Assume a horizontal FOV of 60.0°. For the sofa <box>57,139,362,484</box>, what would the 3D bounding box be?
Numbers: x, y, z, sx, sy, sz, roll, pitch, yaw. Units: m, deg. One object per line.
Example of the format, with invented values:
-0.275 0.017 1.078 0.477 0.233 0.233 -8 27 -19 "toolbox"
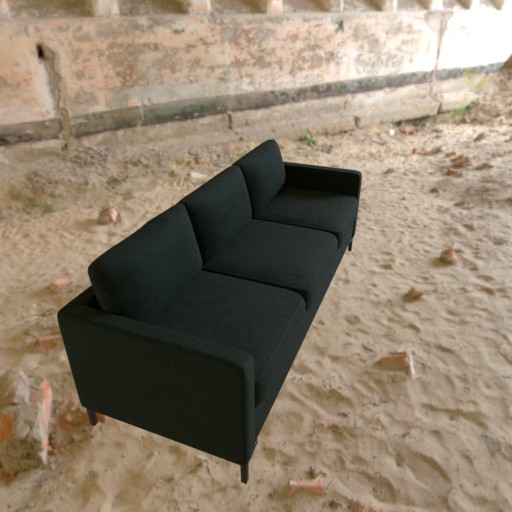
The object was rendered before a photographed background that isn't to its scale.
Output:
0.000 0.000 2.633 0.859 0.870 2.218 11 31 19 "sofa"
